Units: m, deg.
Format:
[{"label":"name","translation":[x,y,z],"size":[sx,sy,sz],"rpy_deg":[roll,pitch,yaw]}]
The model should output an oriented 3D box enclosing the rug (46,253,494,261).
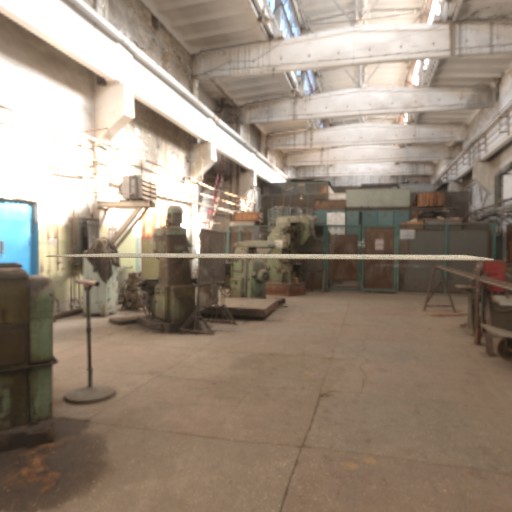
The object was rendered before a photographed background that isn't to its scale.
[{"label":"rug","translation":[0.000,0.000,2.410],"size":[2.196,0.011,0.662],"rpy_deg":[0,1,17]}]
